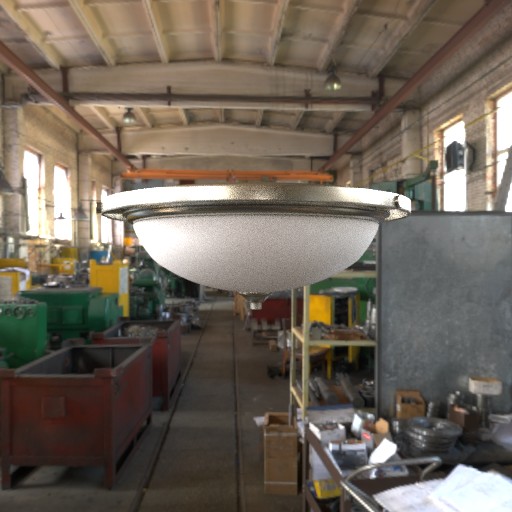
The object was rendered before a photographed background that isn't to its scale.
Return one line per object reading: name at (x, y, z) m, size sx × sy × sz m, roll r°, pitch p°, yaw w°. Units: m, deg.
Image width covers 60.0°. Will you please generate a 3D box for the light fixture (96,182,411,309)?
light fixture at (0.000, 0.000, 0.547) m, size 0.361 × 0.130 × 0.361 m, roll 0°, pitch 0°, yaw 0°
